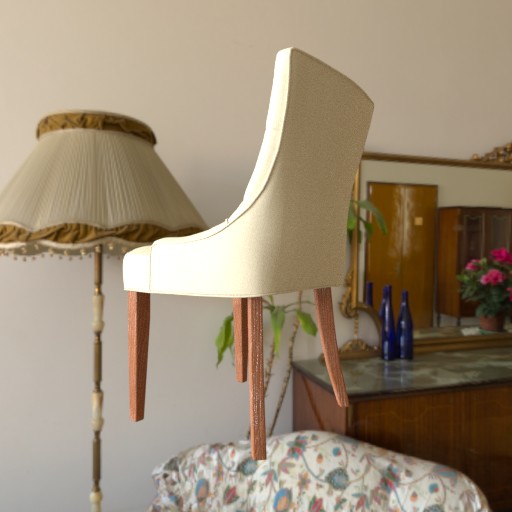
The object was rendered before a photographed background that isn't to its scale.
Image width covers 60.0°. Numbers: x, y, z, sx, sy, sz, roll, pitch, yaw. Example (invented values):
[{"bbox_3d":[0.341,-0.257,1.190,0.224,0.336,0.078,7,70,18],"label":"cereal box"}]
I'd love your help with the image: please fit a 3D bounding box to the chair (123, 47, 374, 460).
[{"bbox_3d":[0.000,0.000,1.224,0.565,0.874,0.509,0,0,37],"label":"chair"}]
